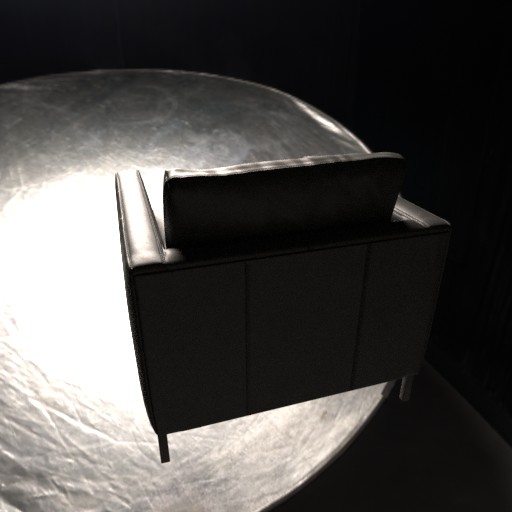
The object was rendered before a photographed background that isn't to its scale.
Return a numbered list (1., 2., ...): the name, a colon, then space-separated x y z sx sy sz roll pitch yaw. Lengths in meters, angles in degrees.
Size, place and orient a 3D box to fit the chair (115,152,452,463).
1. chair: 0.000 0.000 1.500 0.967 0.824 0.861 -8 27 -16
